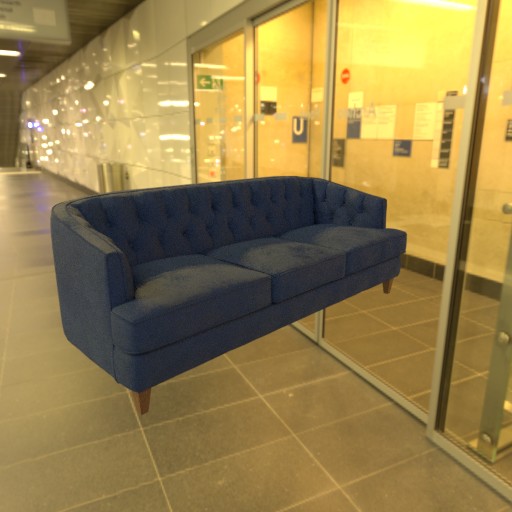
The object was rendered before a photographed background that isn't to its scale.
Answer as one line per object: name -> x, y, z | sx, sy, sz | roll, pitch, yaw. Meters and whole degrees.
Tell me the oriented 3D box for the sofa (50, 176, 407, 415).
sofa -> 0.000, 0.000, 2.766 | 0.941, 0.855, 2.278 | 15, 21, 43
